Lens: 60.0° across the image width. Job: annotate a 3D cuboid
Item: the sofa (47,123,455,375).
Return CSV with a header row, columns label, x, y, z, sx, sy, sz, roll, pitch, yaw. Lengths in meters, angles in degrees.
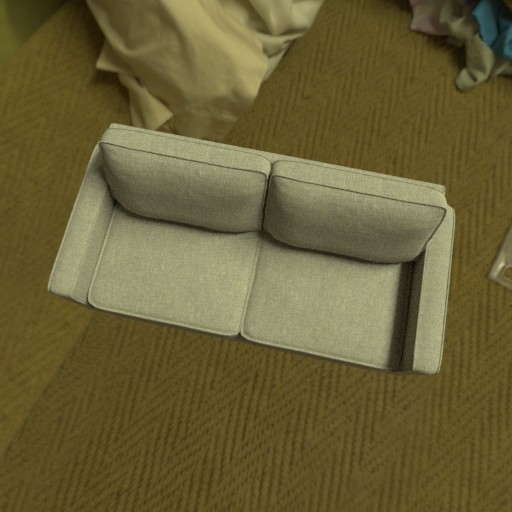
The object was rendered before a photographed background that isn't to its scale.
label,x,y,z,sx,sy,sz,roll,pitch,yaw
sofa,0.000,0.000,2.511,2.078,0.918,0.945,11,75,3
